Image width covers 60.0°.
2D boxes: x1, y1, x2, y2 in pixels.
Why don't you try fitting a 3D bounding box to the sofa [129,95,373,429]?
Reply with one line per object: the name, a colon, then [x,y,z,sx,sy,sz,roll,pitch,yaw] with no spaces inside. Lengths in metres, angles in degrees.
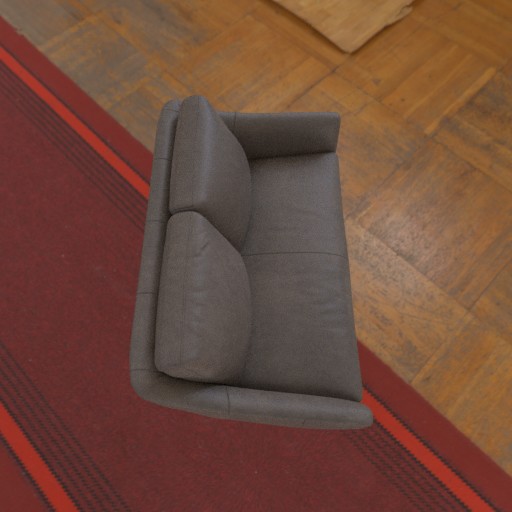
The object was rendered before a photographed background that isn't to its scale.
sofa: [0.000,0.000,2.213,0.960,0.902,1.619,0,64,0]
